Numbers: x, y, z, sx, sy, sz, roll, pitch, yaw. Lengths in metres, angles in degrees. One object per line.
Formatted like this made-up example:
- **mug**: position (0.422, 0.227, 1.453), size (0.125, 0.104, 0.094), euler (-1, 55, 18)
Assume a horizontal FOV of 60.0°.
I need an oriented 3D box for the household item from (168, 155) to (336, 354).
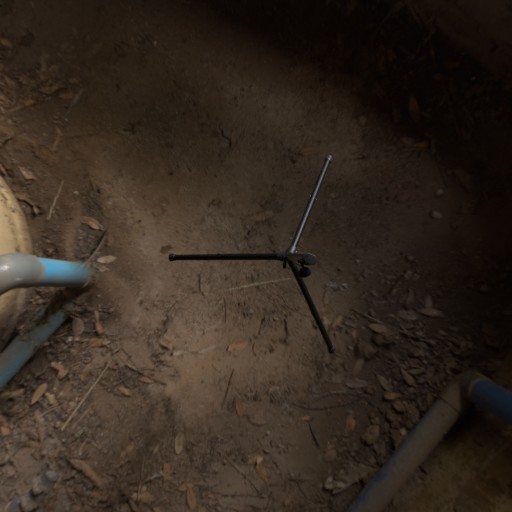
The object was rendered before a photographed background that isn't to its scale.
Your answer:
- **household item**: position (0.000, 0.000, 2.783), size (1.339, 1.595, 1.596), euler (0, 91, -2)
